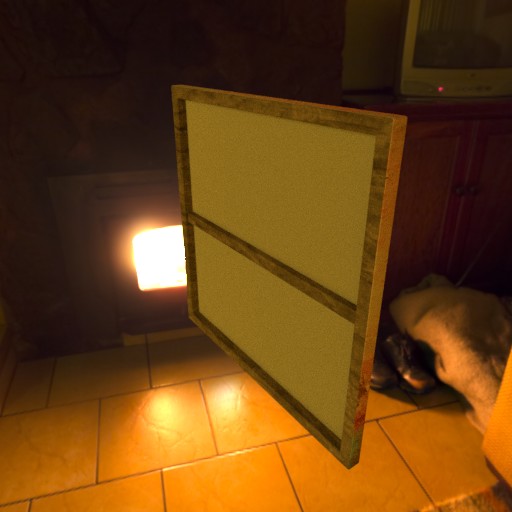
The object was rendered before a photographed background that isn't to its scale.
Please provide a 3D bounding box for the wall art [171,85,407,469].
[{"bbox_3d":[0.000,0.000,1.096,0.035,0.747,0.747,-17,30,-32],"label":"wall art"}]
